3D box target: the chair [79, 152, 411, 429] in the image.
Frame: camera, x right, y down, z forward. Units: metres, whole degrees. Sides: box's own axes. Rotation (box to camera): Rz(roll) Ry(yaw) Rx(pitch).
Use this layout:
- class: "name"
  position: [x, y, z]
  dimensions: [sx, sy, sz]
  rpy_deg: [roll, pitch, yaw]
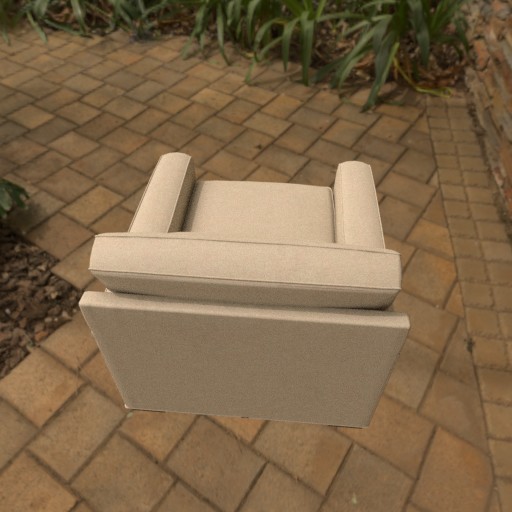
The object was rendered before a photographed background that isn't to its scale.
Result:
- class: "chair"
  position: [0.000, 0.000, 1.856]
  dimensions: [0.998, 0.913, 1.043]
  rpy_deg: [3, 46, 3]
